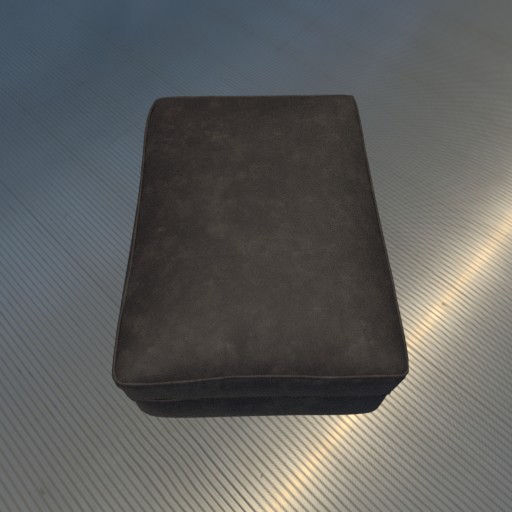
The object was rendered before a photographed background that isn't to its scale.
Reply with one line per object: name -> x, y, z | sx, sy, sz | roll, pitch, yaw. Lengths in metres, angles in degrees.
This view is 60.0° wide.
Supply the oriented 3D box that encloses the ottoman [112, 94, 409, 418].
ottoman -> 0.000, 0.000, 0.981 | 0.501, 0.413, 0.665 | -1, 59, -1
